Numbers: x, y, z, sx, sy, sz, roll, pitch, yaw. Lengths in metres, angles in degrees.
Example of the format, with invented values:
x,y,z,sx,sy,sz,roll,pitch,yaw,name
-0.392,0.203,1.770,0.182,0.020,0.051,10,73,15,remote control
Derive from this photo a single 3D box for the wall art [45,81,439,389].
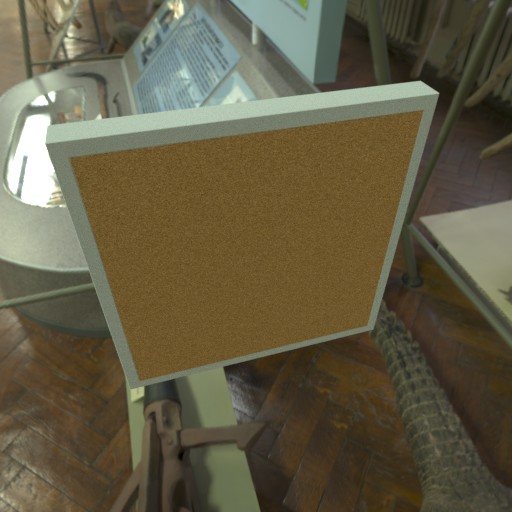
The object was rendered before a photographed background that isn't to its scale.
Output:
x,y,z,sx,sy,sz,roll,pitch,yaw,name
0.000,0.000,0.589,0.406,0.406,0.038,-11,43,-12,wall art
